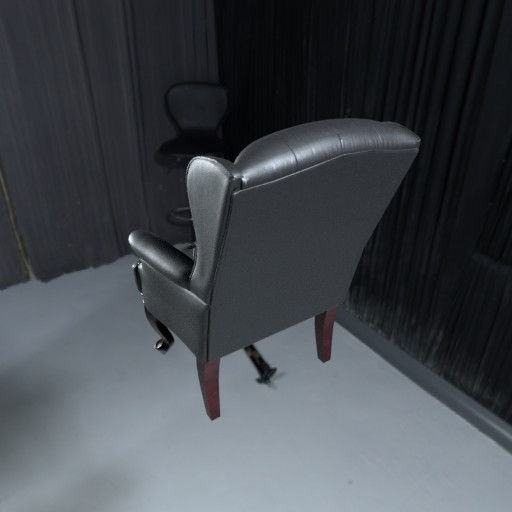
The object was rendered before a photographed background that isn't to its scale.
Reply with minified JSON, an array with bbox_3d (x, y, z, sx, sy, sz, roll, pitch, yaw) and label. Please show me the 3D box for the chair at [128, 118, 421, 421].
[{"bbox_3d":[0.000,0.000,1.696,0.831,1.133,0.822,-18,34,-29],"label":"chair"}]
